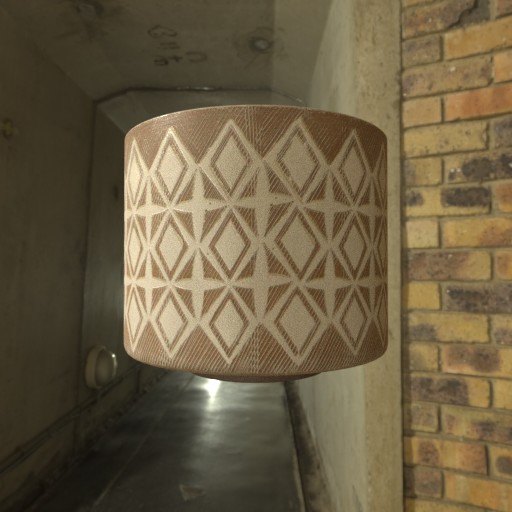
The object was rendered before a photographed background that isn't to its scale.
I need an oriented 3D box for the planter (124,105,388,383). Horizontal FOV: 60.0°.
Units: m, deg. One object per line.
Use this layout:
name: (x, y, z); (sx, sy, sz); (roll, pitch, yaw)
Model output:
planter: (0.000, 0.000, 0.339); (0.193, 0.165, 0.193); (0, -1, 0)
